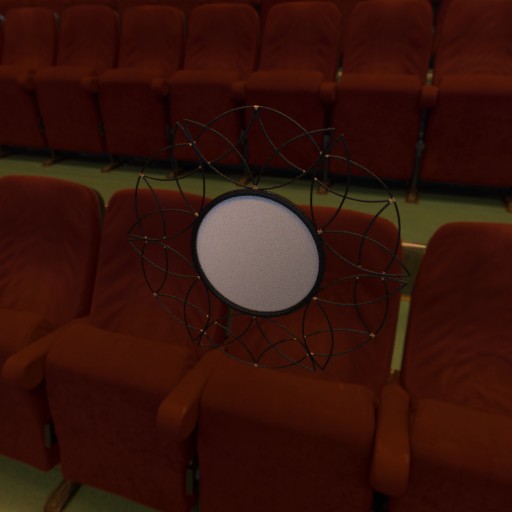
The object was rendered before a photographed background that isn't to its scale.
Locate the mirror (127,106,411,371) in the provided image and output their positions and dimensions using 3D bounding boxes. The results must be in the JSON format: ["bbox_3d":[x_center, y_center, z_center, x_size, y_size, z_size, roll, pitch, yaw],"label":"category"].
[{"bbox_3d":[0.000,0.000,1.199,0.797,0.775,0.028,8,28,16],"label":"mirror"}]
